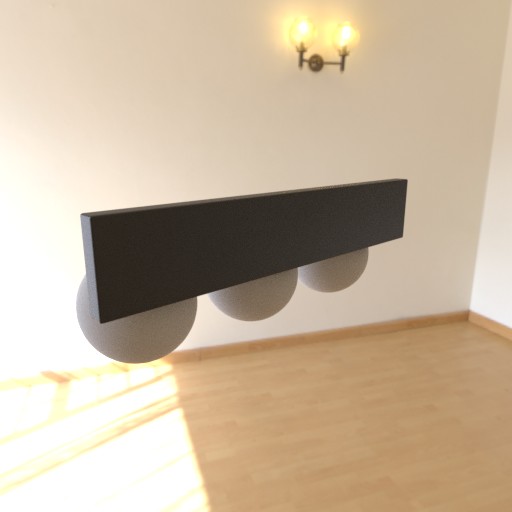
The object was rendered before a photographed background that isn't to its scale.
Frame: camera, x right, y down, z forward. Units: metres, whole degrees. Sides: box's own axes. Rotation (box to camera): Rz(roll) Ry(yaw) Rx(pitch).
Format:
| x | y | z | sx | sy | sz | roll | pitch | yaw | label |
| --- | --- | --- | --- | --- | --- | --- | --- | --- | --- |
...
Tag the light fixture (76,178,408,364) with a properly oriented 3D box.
| x | y | z | sx | sy | sz | roll | pitch | yaw | label |
| --- | --- | --- | --- | --- | --- | --- | --- | --- | --- |
| 0.000 | 0.000 | 0.850 | 0.721 | 0.263 | 0.218 | -13 | 20 | -42 | light fixture |
